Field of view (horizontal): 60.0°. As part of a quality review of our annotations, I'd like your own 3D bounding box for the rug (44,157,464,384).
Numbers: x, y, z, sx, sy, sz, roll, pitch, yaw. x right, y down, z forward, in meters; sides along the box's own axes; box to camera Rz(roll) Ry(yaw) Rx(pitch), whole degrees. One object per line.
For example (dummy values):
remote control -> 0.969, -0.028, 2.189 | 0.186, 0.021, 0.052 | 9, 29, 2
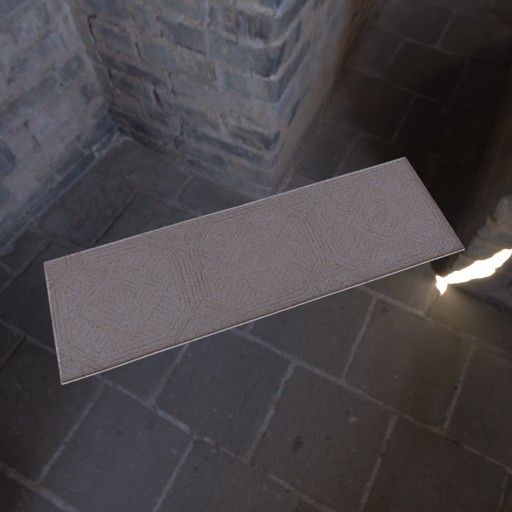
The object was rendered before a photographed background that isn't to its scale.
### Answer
rug -> 0.000, 0.000, 2.700 | 2.452, 0.012, 0.775 | -17, 64, -9
